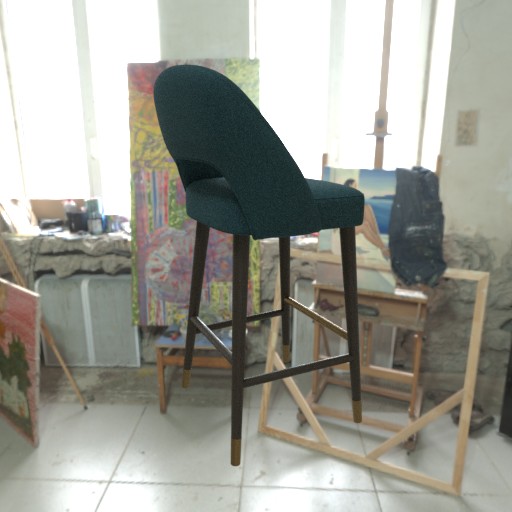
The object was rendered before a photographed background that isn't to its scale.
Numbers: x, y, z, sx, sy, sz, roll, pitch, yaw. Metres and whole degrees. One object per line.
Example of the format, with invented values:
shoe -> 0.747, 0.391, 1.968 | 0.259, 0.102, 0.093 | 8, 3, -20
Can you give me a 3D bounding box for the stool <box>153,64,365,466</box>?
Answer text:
stool -> 0.000, 0.000, 1.343 | 0.522, 1.032, 0.536 | -7, 17, -26
